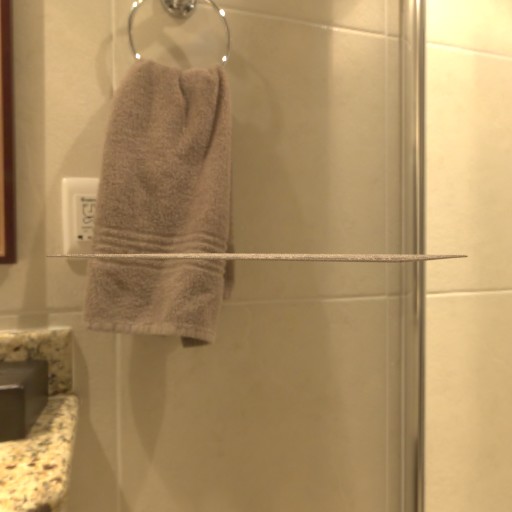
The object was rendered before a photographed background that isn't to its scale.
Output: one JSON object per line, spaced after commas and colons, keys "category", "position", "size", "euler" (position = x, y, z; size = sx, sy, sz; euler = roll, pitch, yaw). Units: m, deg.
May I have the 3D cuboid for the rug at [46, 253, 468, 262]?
{"category": "rug", "position": [0.000, 0.000, 3.454], "size": [2.746, 0.018, 1.819], "euler": [1, 1, 34]}
